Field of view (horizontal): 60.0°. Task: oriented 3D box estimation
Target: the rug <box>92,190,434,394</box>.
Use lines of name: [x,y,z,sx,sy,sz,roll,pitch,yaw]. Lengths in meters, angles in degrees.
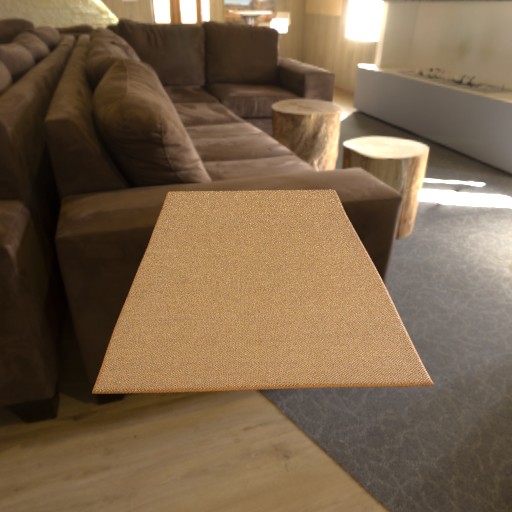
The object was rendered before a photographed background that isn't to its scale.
rug: [0.000,0.000,2.103,1.078,0.013,1.678,-1,30,-2]
